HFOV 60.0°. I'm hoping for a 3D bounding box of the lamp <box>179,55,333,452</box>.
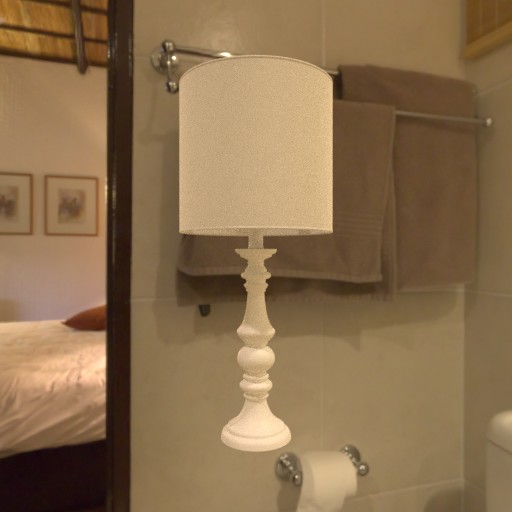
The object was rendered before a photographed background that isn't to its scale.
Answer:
[{"bbox_3d":[0.000,0.000,0.733,0.250,0.597,0.250,0,0,35],"label":"lamp"}]
